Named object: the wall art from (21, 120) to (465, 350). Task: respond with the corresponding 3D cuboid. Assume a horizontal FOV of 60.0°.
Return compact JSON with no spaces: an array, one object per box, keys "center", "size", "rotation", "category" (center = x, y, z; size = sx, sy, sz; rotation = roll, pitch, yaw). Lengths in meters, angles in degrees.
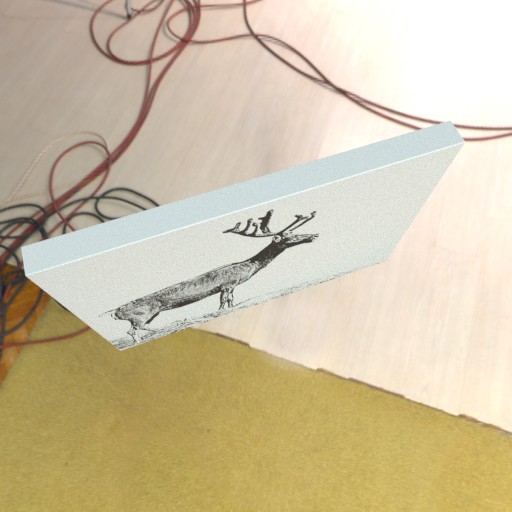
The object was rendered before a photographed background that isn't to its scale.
[{"center":[0.000,0.000,0.776],"size":[0.608,0.414,0.042],"rotation":[-18,67,-8],"category":"wall art"}]
